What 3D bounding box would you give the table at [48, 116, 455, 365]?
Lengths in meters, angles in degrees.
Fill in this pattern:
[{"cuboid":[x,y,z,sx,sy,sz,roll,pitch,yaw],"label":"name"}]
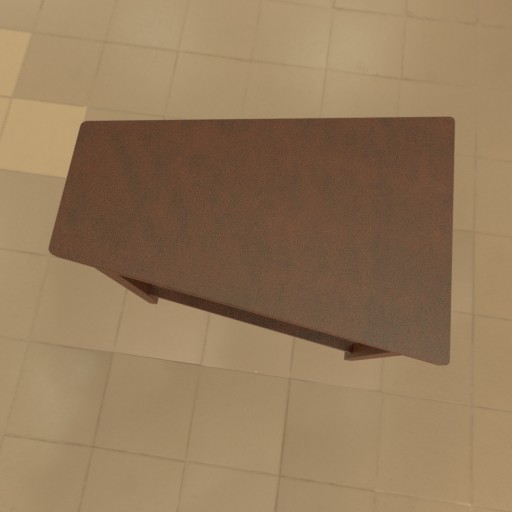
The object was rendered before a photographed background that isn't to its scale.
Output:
[{"cuboid":[0.000,0.000,0.970,0.605,0.589,0.399,7,76,2],"label":"table"}]
